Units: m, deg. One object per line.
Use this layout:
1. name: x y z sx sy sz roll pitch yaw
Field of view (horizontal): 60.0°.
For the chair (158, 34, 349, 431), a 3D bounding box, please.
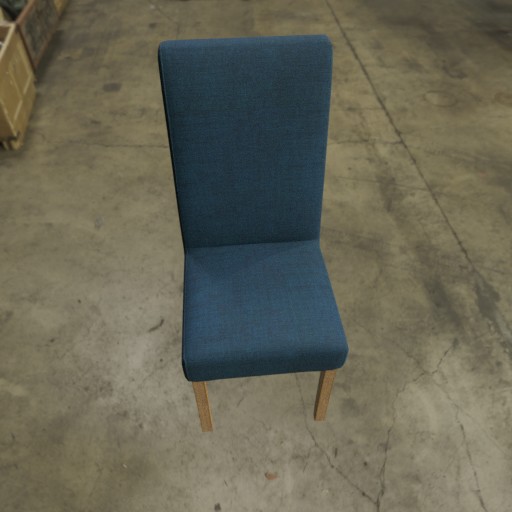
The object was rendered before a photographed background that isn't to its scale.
1. chair: 0.000 0.000 1.307 0.450 1.029 0.610 -4 48 -4
